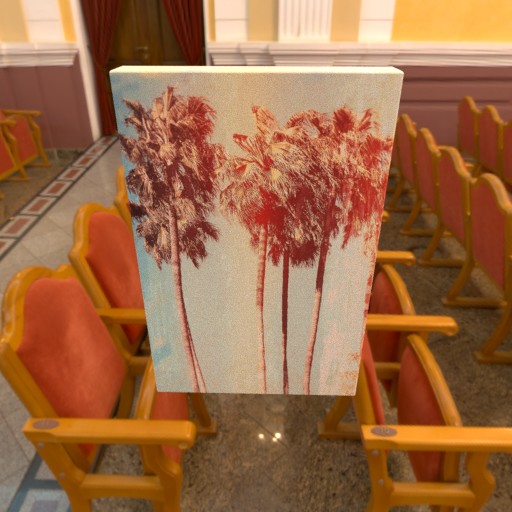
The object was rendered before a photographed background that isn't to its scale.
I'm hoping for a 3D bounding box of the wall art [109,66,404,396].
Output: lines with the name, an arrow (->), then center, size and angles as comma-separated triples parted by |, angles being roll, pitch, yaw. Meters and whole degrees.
wall art -> 0.000, 0.000, 0.485 | 0.251, 0.380, 0.039 | 1, 29, 1
